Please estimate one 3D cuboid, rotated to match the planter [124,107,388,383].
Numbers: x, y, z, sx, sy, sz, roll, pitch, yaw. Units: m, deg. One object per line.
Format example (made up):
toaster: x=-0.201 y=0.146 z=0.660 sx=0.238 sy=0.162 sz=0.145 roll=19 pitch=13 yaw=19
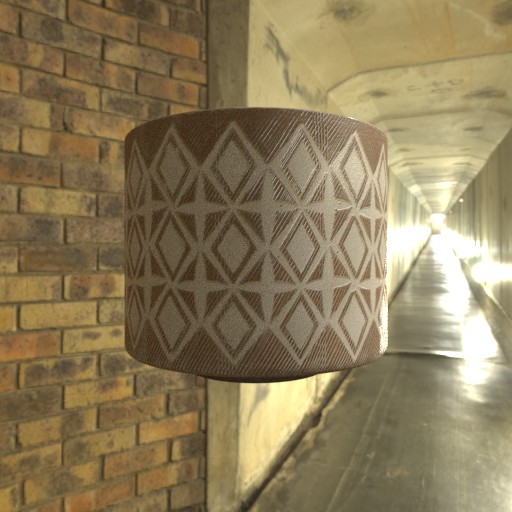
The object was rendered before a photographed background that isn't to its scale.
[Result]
planter: x=0.000 y=0.000 z=0.339 sx=0.193 sy=0.165 sz=0.193 roll=0 pitch=0 yaw=0
